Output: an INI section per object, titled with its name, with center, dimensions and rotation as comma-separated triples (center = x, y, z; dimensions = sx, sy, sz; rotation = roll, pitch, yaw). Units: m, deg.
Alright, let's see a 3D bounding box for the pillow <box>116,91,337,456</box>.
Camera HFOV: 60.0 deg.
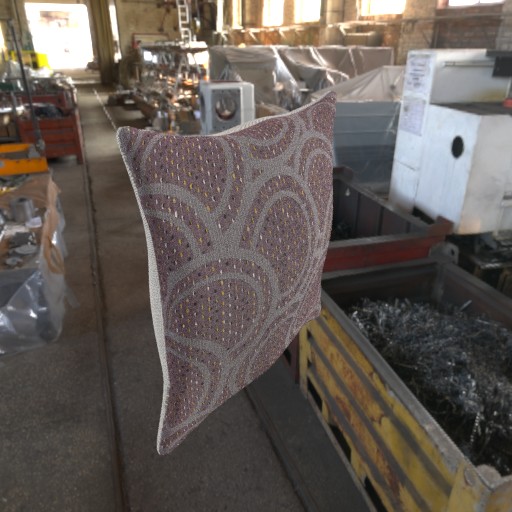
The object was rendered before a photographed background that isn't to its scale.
[pillow]
center = 0.000, 0.000, 0.782
dimensions = 0.163, 0.513, 0.514
rotation = 17, 30, 32
